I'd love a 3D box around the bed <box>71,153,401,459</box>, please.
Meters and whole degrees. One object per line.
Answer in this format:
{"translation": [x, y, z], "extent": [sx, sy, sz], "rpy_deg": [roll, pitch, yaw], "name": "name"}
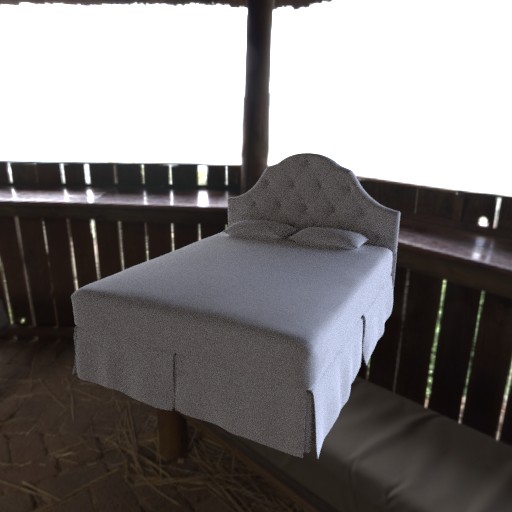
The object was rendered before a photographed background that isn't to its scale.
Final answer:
{"translation": [0.000, 0.000, 3.836], "extent": [2.039, 1.617, 2.477], "rpy_deg": [8, 18, 26], "name": "bed"}
